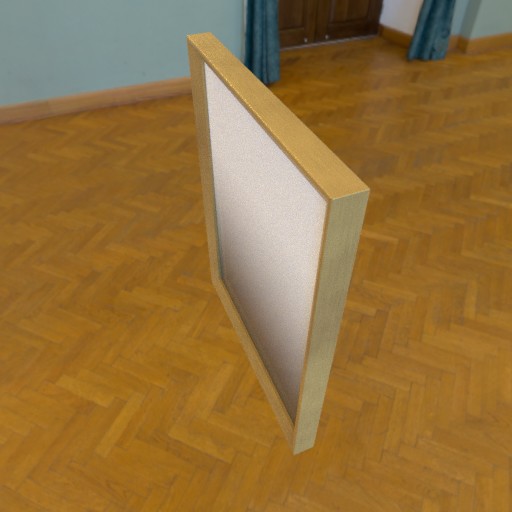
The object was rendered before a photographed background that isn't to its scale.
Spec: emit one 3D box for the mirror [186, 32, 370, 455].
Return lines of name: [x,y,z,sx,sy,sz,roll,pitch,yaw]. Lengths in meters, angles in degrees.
mirror: [0.000,0.000,0.667,0.041,0.509,0.406,-16,47,-16]
